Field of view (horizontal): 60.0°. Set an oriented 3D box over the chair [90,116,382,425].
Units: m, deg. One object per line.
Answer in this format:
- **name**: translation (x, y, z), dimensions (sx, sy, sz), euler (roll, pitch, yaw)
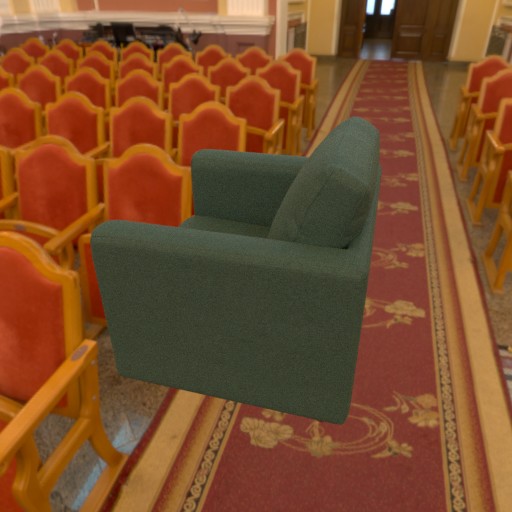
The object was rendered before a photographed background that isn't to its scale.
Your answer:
- **chair**: translation (0.000, 0.000, 1.605), dimensions (0.800, 0.927, 0.855), euler (8, 31, 14)
